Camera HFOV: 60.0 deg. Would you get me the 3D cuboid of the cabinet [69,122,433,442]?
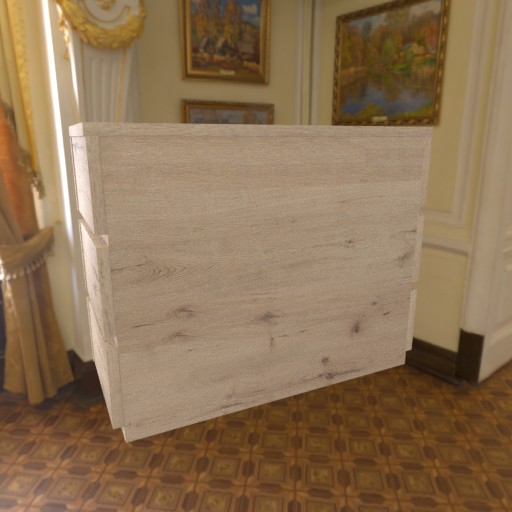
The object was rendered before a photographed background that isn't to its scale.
[{"bbox_3d":[0.000,0.000,1.466,1.040,0.820,0.420,-7,16,-25],"label":"cabinet"}]
